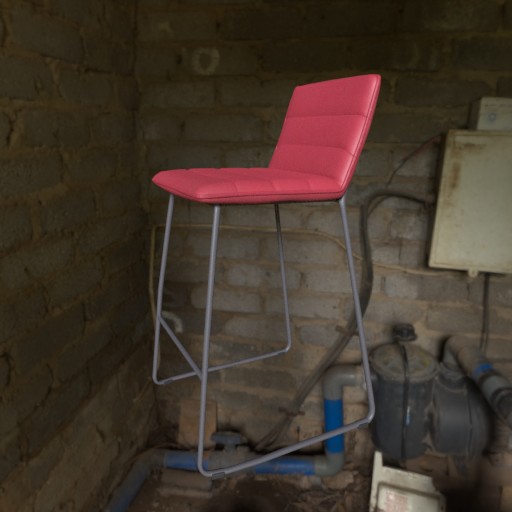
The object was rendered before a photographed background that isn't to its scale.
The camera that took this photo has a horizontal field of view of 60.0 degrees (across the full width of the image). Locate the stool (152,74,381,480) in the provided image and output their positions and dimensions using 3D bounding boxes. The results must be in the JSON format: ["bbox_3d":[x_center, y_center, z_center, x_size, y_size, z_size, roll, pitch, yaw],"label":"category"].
[{"bbox_3d":[0.000,0.000,1.232,0.524,0.937,0.489,-8,17,-25],"label":"stool"}]
